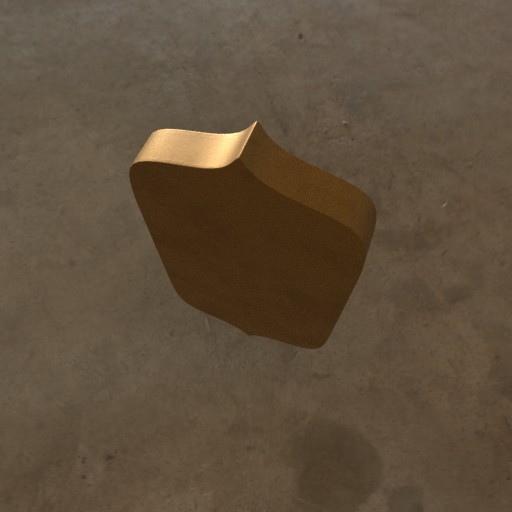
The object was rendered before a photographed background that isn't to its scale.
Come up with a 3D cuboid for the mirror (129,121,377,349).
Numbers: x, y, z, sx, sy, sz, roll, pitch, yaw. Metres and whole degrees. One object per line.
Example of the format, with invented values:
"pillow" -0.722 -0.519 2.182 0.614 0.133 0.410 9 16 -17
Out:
"mirror" 0.000 0.000 0.738 0.323 0.613 0.096 19 65 9
